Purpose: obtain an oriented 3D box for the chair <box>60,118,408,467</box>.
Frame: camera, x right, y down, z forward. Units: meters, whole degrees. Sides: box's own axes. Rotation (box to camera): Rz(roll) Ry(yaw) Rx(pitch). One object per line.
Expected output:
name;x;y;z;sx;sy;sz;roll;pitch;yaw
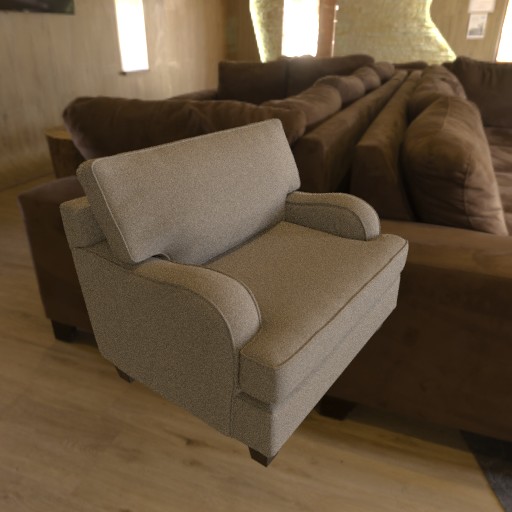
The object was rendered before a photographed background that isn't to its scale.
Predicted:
chair;0.000;0.000;2.000;1.040;1.016;1.220;18;31;32
